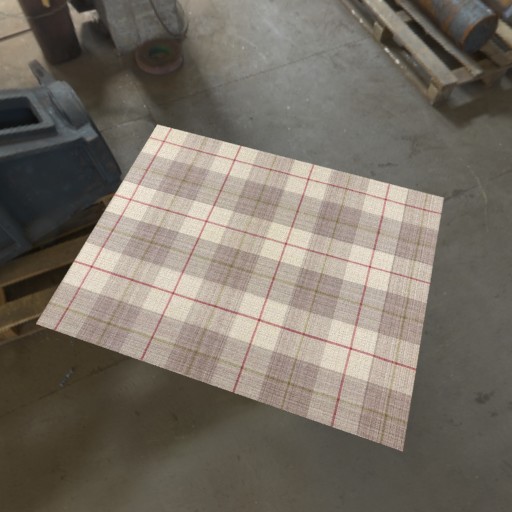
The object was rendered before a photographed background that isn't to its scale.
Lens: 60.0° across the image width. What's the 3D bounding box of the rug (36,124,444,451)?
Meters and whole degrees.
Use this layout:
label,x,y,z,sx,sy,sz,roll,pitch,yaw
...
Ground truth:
label,x,y,z,sx,sy,sz,roll,pitch,yaw
rug,0.000,0.000,3.881,2.959,0.016,2.317,16,62,9
